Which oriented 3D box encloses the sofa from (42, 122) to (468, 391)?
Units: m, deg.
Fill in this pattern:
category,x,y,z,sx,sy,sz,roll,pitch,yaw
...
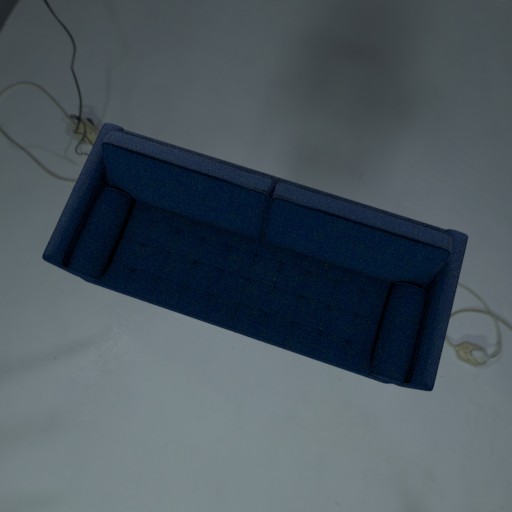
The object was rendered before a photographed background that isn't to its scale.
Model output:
category,x,y,z,sx,sy,sz,roll,pitch,yaw
sofa,0.000,0.000,2.624,2.210,0.762,0.914,18,77,4
